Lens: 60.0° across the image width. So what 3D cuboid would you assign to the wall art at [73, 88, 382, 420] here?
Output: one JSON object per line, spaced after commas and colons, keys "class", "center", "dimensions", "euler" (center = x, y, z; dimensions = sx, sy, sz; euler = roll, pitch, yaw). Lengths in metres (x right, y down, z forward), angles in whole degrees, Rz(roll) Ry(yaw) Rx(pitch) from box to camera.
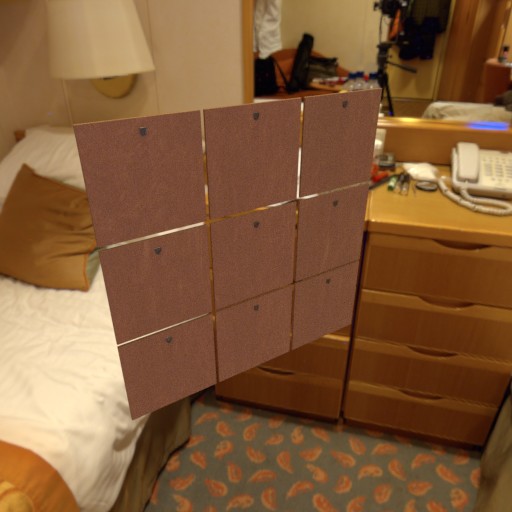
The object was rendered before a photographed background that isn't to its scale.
{"class": "wall art", "center": [0.000, 0.000, 2.298], "dimensions": [1.526, 1.522, 0.023], "euler": [-17, 34, -27]}
